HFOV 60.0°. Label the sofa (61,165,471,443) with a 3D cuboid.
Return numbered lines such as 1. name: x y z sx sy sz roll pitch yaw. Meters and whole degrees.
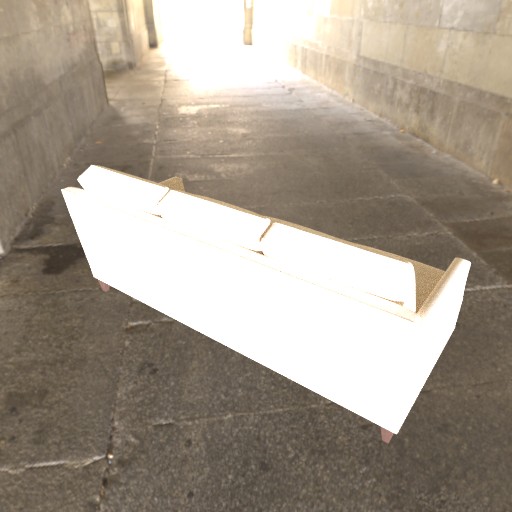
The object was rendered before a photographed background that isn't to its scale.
1. sofa: 0.000 0.000 2.684 2.210 0.940 1.041 20 36 31
